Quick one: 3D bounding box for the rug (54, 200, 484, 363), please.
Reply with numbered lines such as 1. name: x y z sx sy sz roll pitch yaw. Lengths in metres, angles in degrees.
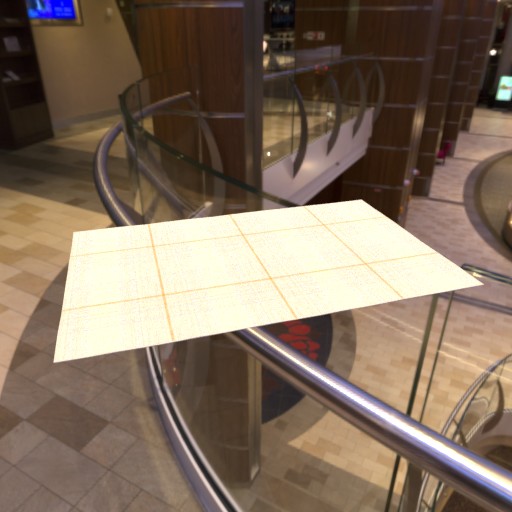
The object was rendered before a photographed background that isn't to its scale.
1. rug: 0.000 0.000 3.034 2.442 0.016 1.527 -8 29 -15
